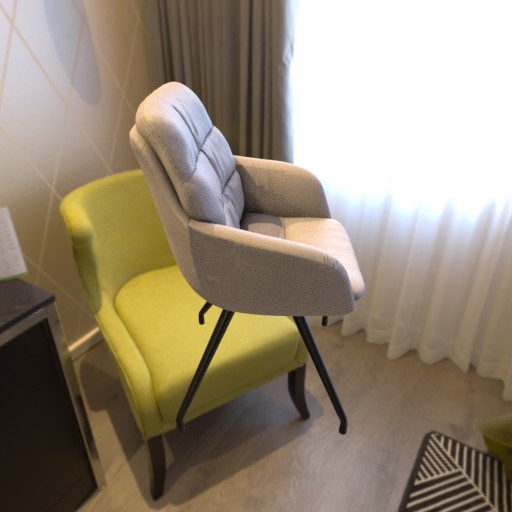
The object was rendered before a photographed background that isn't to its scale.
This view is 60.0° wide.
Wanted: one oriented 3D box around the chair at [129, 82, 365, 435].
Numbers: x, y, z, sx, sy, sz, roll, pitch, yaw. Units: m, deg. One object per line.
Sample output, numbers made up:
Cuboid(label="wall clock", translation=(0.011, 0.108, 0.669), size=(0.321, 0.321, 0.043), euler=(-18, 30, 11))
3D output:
Cuboid(label="chair", translation=(0.000, 0.000, 1.261), size=(0.569, 0.888, 0.579), euler=(1, 31, 1))
